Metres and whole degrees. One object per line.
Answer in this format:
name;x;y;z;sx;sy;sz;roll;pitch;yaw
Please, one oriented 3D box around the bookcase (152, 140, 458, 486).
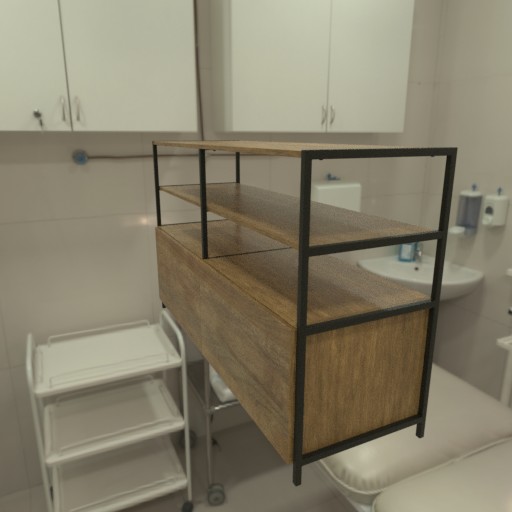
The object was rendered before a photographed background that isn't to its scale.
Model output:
bookcase;0.000;0.000;1.443;0.391;0.712;1.149;-7;17;-25
